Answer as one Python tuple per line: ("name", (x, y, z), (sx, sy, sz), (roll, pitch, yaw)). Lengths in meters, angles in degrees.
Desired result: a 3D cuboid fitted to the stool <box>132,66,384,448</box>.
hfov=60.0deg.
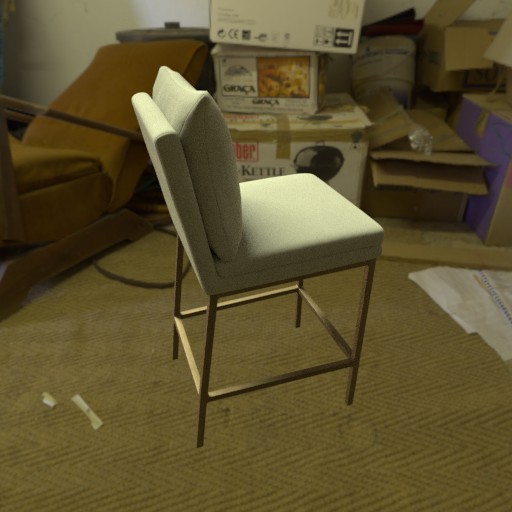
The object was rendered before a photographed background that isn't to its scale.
("stool", (0.000, 0.000, 1.334), (0.572, 1.032, 0.463), (-10, 32, -17))
